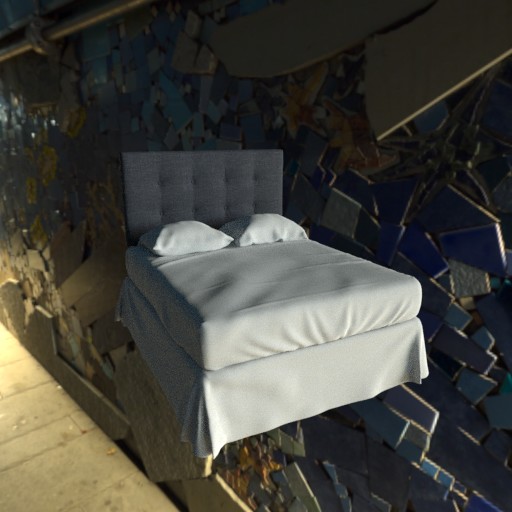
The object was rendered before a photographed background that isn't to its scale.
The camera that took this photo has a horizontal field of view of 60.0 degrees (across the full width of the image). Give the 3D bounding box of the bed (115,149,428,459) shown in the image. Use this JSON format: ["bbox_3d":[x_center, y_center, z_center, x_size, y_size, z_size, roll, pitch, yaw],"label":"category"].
[{"bbox_3d":[0.000,0.000,3.535,1.936,1.577,2.222,-8,17,-26],"label":"bed"}]
